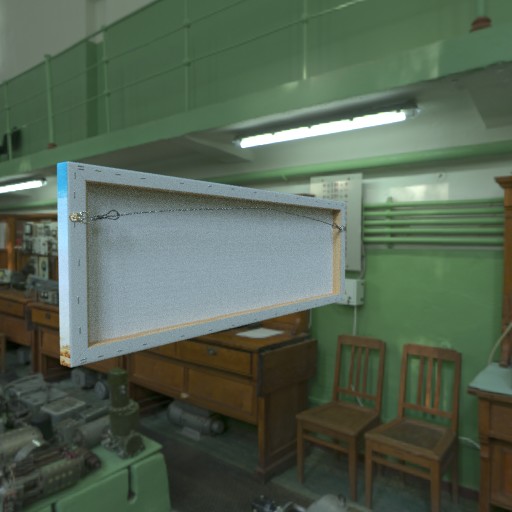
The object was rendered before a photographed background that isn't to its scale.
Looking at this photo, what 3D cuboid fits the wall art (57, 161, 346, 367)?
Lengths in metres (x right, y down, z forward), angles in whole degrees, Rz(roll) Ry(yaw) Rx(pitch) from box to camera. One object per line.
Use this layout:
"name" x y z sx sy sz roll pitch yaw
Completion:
"wall art" 0.000 0.000 0.844 0.044 0.254 0.759 2 3 37
